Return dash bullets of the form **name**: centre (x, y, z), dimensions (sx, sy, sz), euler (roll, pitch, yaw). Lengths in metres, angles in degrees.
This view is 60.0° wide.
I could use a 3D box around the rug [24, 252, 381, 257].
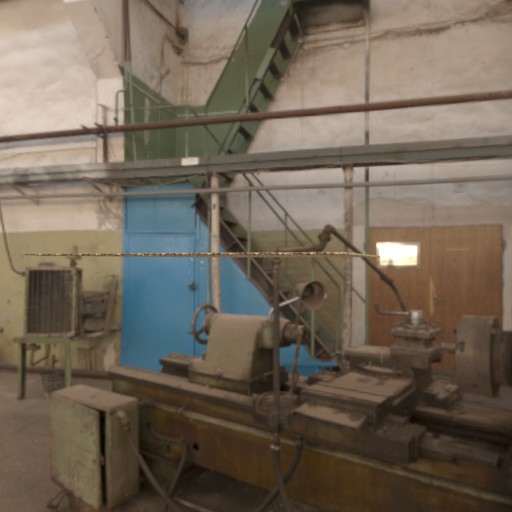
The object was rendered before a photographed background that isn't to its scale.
- **rug**: centre (0.000, 0.000, 3.016), dimensions (1.544, 0.010, 2.435), euler (0, 0, 19)
